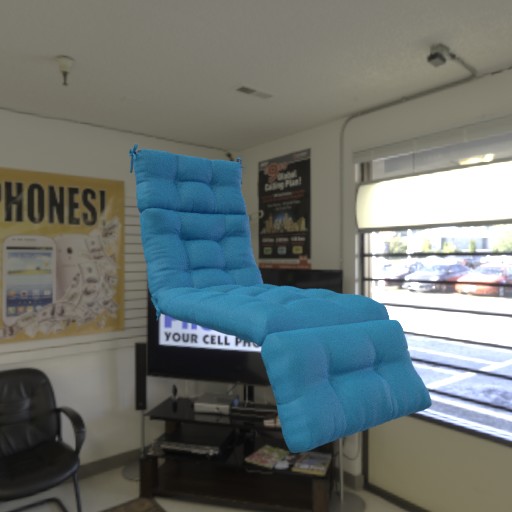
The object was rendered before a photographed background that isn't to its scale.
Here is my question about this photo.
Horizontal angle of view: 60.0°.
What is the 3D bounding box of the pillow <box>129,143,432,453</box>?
[{"bbox_3d":[0.000,0.000,1.473,0.526,0.863,1.016,0,0,-36],"label":"pillow"}]
